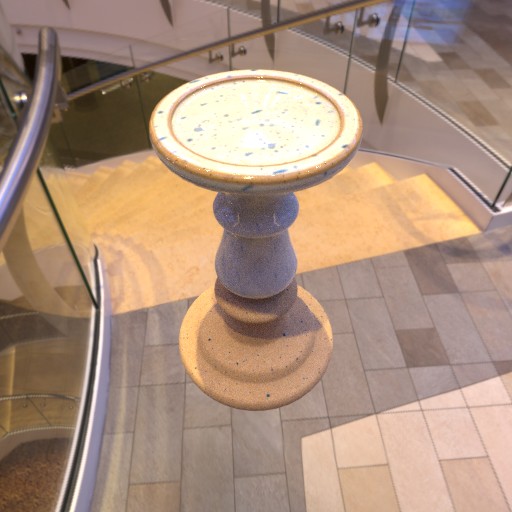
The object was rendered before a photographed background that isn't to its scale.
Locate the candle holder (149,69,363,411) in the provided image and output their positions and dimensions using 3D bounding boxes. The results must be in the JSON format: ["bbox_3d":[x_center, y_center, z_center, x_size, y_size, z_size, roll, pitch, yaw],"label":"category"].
[{"bbox_3d":[0.000,0.000,0.289,0.123,0.202,0.123,0,47,0],"label":"candle holder"}]
